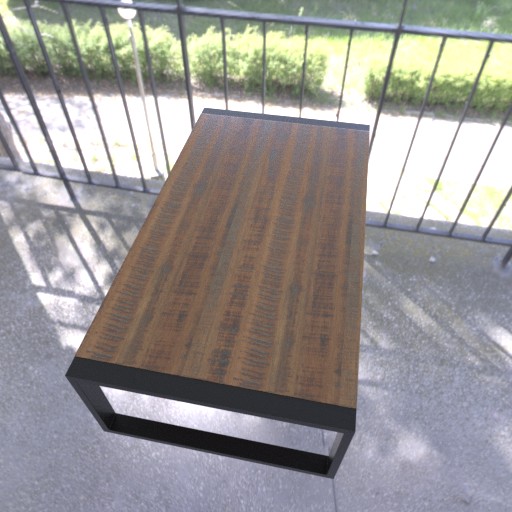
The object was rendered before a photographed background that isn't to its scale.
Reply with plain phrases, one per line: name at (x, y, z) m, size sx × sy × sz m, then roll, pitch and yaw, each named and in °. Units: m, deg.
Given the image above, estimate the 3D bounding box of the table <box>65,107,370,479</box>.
table at (0.000, 0.000, 1.693) m, size 0.750 × 0.400 × 1.350 m, roll 8°, pitch 49°, yaw 7°
